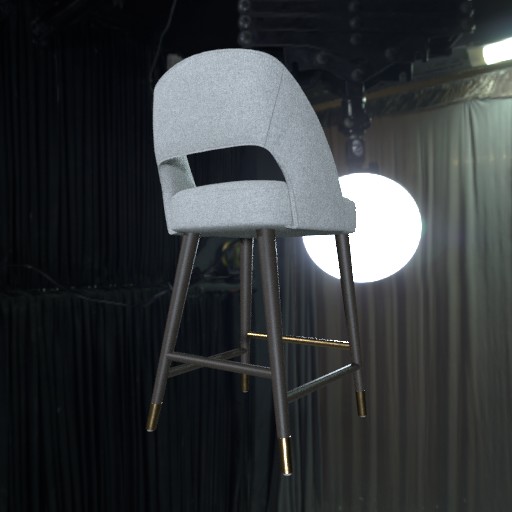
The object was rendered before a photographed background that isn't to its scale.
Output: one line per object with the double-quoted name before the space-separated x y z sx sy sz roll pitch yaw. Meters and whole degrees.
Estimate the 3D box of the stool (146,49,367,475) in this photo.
"stool" 0.000 0.000 1.235 0.494 0.940 0.509 0 -1 35
